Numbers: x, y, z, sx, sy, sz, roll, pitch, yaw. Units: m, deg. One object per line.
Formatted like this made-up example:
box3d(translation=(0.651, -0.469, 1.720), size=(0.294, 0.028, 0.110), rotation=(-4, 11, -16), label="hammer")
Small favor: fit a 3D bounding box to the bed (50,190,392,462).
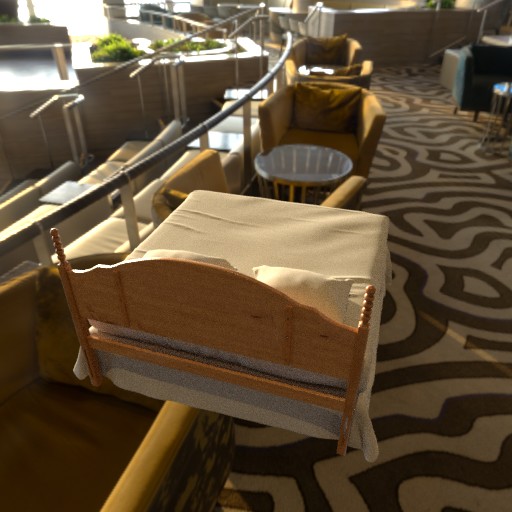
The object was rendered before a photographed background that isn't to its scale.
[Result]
box3d(translation=(0.000, 0.000, 3.629), size=(2.322, 1.355, 2.219), rotation=(10, 35, 15), label="bed")
